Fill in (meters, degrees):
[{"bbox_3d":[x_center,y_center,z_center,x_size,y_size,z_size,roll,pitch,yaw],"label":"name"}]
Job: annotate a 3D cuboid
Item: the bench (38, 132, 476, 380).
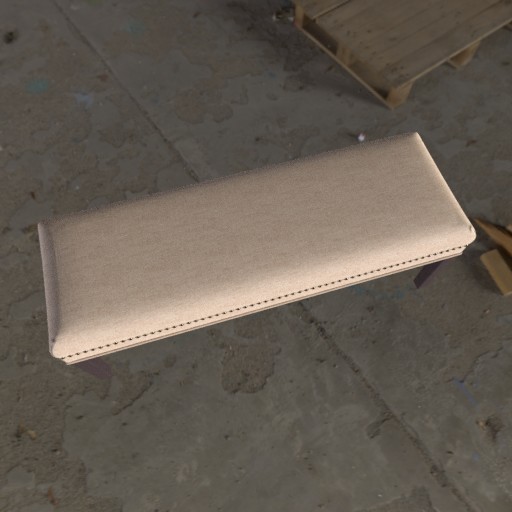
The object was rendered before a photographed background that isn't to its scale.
[{"bbox_3d":[0.000,0.000,1.444,1.219,0.457,0.410,-15,65,-7],"label":"bench"}]
